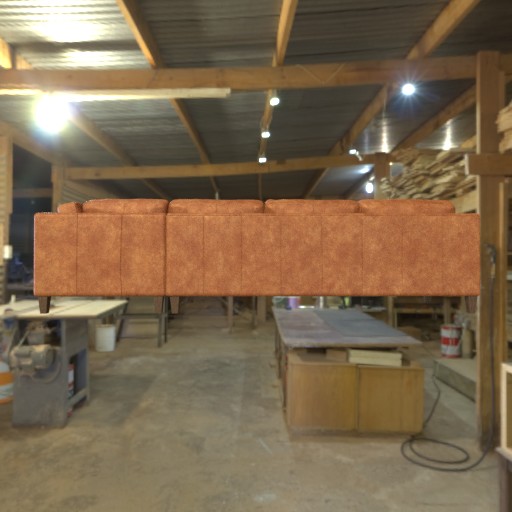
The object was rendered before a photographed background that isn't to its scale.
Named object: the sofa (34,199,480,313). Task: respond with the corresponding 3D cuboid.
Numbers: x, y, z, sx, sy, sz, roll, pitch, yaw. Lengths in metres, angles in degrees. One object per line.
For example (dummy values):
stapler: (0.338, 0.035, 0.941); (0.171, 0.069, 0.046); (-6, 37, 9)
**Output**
sofa: (0.000, 0.000, 4.306); (3.167, 0.838, 2.438); (0, -1, -1)
